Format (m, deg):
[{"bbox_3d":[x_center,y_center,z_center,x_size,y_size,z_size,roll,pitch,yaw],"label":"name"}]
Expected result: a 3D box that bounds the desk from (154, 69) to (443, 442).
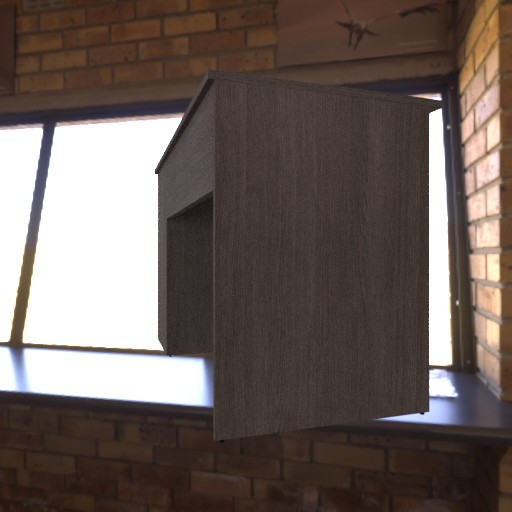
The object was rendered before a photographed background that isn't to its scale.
[{"bbox_3d":[0.000,0.000,1.474,0.560,0.735,1.097,0,0,-18],"label":"desk"}]
